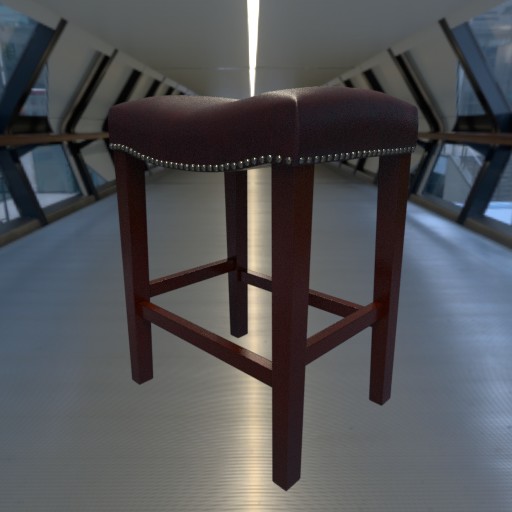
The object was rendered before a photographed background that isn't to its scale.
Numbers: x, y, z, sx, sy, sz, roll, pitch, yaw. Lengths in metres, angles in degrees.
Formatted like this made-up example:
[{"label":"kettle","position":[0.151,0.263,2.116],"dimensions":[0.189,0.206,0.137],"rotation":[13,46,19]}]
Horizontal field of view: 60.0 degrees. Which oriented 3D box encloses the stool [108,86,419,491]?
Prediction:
[{"label":"stool","position":[0.000,0.000,0.947],"dimensions":[0.504,0.657,0.372],"rotation":[16,23,41]}]
